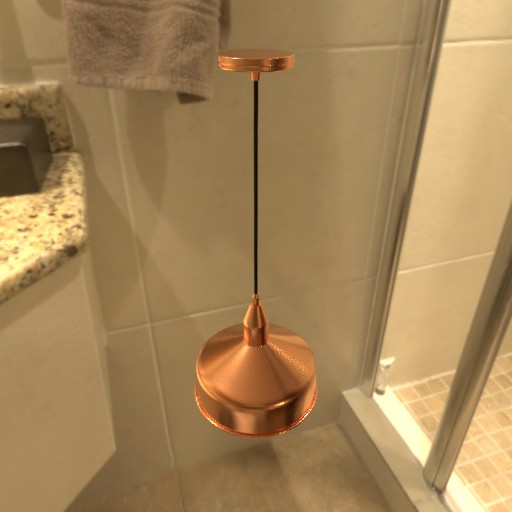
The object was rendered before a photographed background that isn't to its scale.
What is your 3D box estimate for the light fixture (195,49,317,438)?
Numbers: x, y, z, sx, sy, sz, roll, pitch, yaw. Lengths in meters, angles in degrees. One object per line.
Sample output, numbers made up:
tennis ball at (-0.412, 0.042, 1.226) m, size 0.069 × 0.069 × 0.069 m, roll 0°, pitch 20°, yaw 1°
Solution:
light fixture at (0.000, 0.000, 0.900) m, size 0.301 × 0.754 × 0.301 m, roll 19°, pitch 36°, yaw 28°
